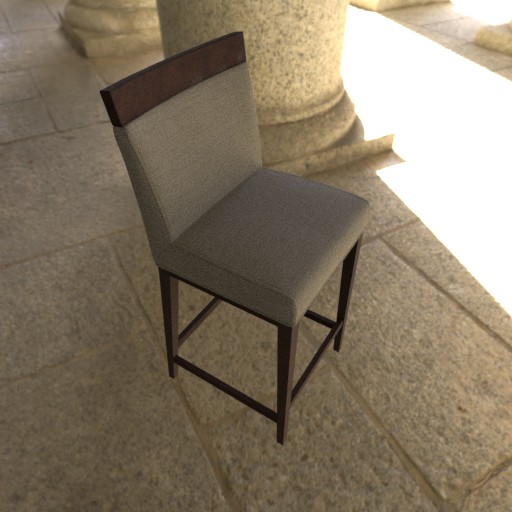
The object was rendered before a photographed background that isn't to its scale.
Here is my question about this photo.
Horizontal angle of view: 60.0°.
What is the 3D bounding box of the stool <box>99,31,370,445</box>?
[{"bbox_3d":[0.000,0.000,1.379,0.531,1.117,0.511,23,47,23],"label":"stool"}]
